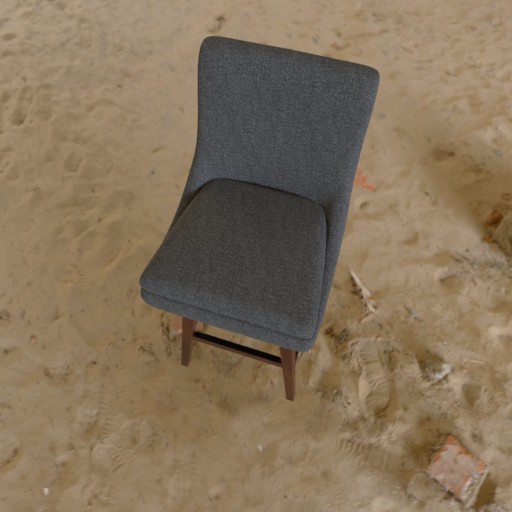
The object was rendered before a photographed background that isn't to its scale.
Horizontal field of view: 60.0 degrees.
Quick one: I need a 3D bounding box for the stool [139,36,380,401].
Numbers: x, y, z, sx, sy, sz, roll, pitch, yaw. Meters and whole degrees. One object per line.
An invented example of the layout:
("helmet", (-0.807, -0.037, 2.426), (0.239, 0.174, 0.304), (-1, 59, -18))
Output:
("stool", (0.000, 0.000, 1.378), (0.489, 1.068, 0.572), (15, 61, 9))
